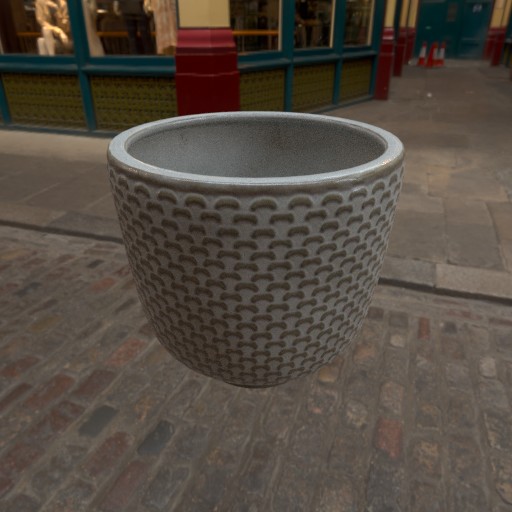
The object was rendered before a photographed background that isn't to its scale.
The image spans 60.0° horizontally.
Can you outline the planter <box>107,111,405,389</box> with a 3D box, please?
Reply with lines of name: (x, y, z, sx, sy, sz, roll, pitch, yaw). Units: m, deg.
planter: (0.000, 0.000, 0.300, 0.173, 0.160, 0.173, 0, 28, 0)
